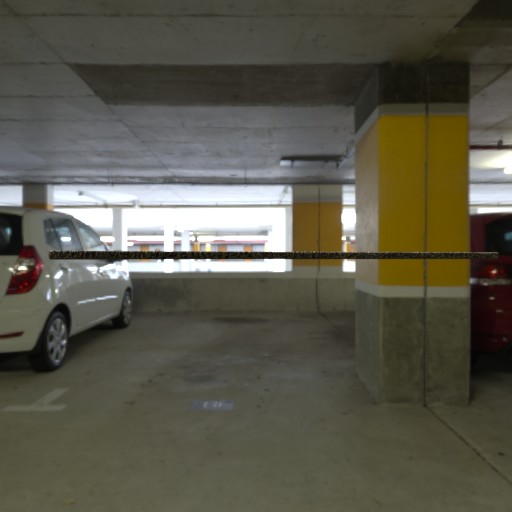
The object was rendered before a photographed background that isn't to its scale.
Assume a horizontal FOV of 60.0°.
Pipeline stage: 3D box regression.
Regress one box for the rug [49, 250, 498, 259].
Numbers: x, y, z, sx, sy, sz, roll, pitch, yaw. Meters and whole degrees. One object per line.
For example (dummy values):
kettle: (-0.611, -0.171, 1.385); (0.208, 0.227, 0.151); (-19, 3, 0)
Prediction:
rug: (0.000, 0.000, 2.043); (1.601, 0.025, 1.198); (0, 0, -18)
